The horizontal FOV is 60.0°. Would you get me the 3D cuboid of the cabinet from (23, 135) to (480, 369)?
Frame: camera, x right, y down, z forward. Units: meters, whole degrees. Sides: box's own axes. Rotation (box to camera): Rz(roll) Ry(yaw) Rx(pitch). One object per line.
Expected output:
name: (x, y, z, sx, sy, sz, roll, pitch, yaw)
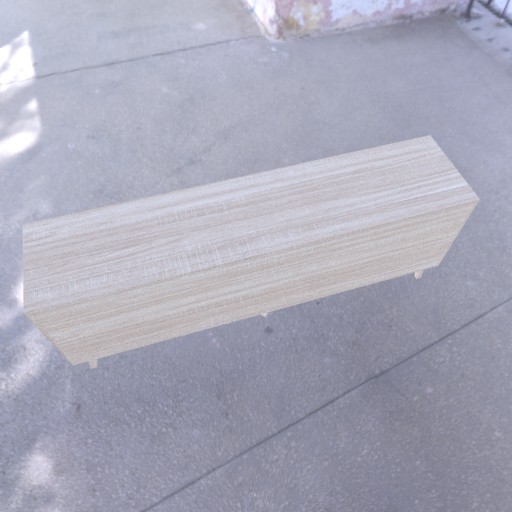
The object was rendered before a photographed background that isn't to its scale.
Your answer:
cabinet: (0.000, 0.000, 2.505, 2.200, 0.780, 0.500, -14, 57, -9)
